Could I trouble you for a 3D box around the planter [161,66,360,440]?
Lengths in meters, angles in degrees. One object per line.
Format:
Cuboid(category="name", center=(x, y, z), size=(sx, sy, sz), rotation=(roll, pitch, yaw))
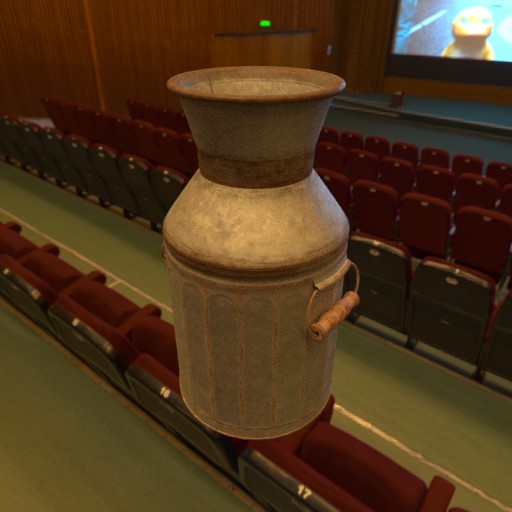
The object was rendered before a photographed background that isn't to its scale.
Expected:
Cuboid(category="planter", center=(0.000, 0.000, 0.527), size=(0.245, 0.396, 0.214), rotation=(22, 37, 32))
